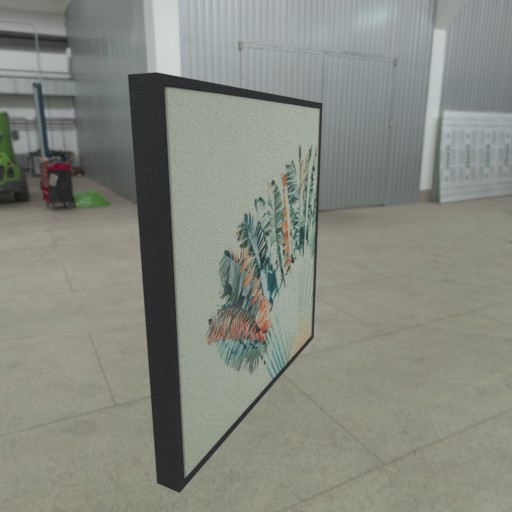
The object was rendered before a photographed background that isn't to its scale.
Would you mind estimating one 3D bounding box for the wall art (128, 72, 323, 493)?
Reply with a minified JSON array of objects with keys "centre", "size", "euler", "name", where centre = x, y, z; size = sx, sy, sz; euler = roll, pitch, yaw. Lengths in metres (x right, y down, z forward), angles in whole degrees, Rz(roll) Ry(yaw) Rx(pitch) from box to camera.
[{"centre":[0.000,0.000,0.733],"size":[0.037,0.507,0.509],"euler":[8,17,26],"name":"wall art"}]
